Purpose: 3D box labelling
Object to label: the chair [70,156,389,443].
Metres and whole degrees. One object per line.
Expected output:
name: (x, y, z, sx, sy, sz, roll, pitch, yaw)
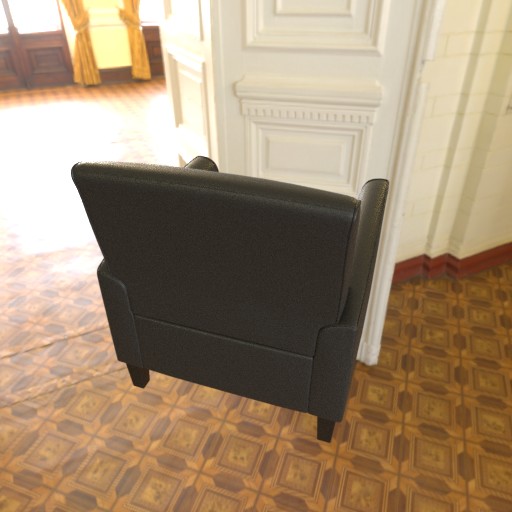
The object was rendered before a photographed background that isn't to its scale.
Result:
chair: (0.000, 0.000, 1.589, 0.820, 0.916, 0.819, 11, 35, 16)
